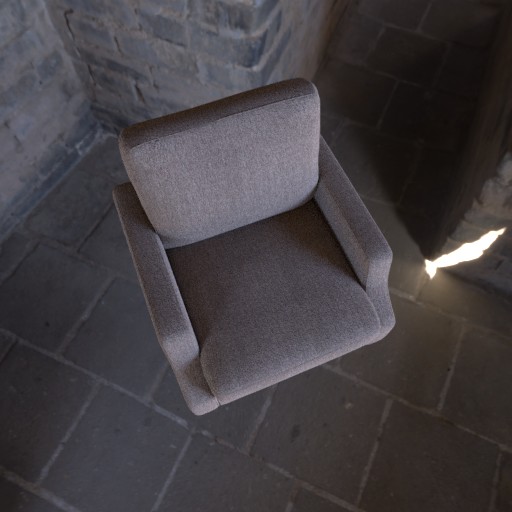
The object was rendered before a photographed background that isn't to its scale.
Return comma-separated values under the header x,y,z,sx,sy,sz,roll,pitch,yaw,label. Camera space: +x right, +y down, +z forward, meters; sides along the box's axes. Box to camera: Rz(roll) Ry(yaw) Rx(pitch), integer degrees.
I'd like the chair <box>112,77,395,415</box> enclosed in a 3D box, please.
x,y,z,sx,sy,sz,roll,pitch,yaw,label
0.000,0.000,1.687,0.855,0.993,0.897,-20,65,-10,chair
